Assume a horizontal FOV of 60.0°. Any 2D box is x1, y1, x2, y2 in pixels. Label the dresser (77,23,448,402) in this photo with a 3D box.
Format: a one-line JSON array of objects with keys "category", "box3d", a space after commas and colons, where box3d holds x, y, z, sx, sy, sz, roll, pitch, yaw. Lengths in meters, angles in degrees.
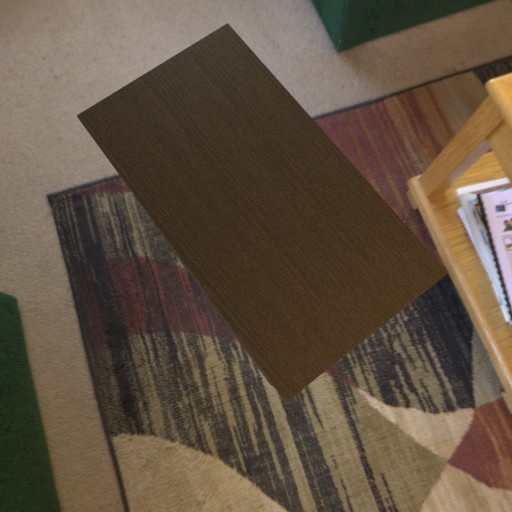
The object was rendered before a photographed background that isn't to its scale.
[{"category": "dresser", "box3d": [0.000, 0.000, 1.364, 0.399, 1.020, 0.704, -36, 78, -9]}]
